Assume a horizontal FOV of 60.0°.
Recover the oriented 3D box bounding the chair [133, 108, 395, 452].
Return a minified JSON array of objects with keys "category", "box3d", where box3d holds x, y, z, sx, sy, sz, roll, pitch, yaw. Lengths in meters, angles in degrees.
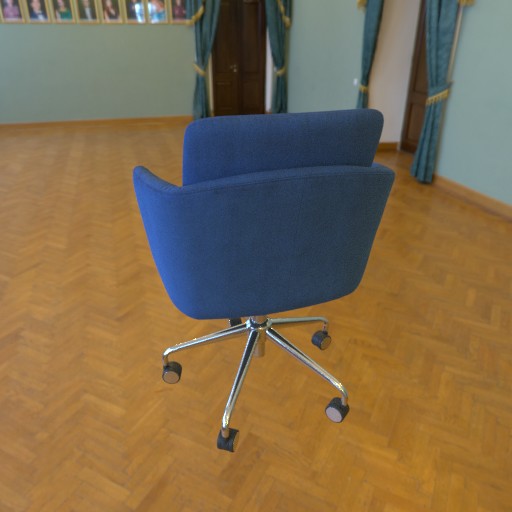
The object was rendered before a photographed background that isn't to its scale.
[{"category":"chair","box3d":[0.000,0.000,1.330,0.641,0.908,0.635,-9,28,-17]}]
